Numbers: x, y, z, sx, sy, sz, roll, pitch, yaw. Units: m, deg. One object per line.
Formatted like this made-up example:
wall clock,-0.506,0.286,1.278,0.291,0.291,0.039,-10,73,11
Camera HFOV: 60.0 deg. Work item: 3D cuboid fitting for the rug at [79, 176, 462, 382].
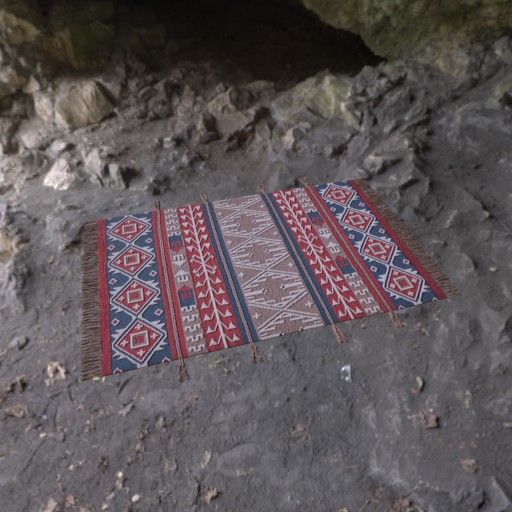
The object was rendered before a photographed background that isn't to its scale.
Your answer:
rug,0.000,0.000,2.657,2.025,0.040,1.469,-11,43,-11
